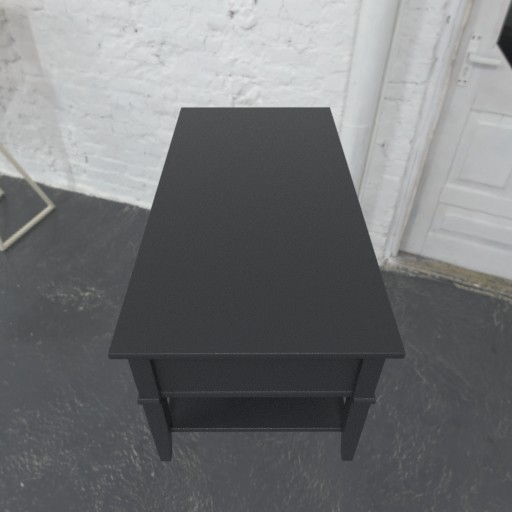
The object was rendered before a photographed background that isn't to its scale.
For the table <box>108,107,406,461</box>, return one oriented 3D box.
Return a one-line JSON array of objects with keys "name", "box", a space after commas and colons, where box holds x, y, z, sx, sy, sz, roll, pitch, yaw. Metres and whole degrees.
[{"name": "table", "box": [0.000, 0.000, 1.321, 0.523, 0.470, 1.044, 0, 42, 0]}]
